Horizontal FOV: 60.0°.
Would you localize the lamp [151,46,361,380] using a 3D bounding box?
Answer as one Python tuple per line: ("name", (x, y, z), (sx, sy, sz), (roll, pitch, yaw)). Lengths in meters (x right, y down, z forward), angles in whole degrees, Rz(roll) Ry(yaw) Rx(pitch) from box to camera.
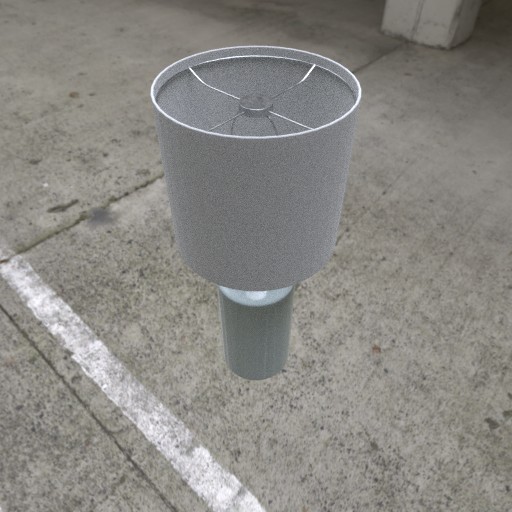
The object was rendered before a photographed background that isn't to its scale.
("lamp", (0.000, 0.000, 0.624), (0.212, 0.493, 0.212), (32, 53, 28))
